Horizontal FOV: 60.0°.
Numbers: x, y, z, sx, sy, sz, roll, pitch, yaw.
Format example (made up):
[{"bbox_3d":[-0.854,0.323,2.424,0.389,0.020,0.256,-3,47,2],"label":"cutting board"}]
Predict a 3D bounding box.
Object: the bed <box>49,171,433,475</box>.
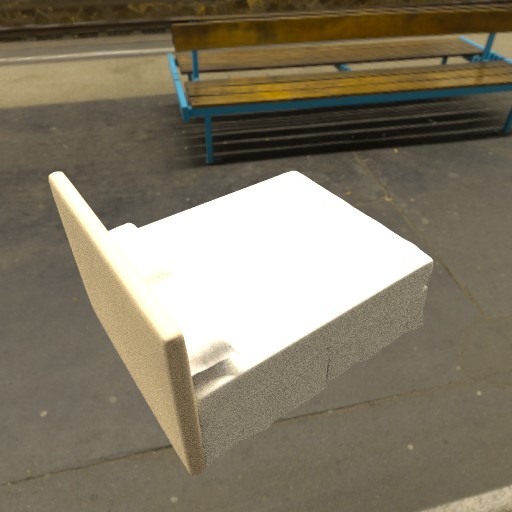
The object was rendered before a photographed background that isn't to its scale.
[{"bbox_3d":[0.000,0.000,3.181,2.142,1.330,1.723,-25,46,-26],"label":"bed"}]
